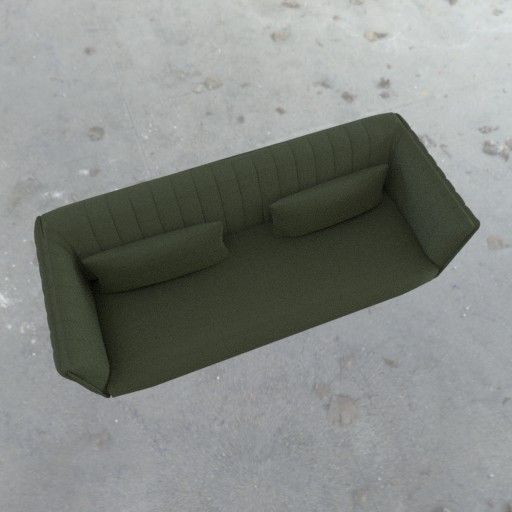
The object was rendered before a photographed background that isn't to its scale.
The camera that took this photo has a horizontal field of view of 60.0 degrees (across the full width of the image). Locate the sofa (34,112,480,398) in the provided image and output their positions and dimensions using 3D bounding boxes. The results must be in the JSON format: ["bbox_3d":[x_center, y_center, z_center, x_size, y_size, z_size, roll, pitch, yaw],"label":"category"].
[{"bbox_3d":[0.000,0.000,2.504,2.137,0.793,0.896,-18,64,-9],"label":"sofa"}]
